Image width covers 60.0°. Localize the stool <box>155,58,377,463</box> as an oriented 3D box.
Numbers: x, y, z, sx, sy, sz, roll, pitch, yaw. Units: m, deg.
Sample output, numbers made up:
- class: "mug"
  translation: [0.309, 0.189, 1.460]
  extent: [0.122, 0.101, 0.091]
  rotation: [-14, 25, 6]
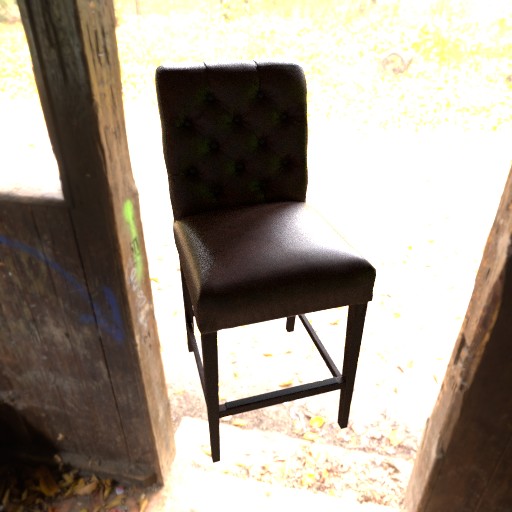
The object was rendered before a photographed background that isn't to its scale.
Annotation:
- class: "stool"
  translation: [0.000, 0.000, 1.422]
  extent: [0.486, 1.084, 0.660]
  rotation: [-9, 33, -14]
